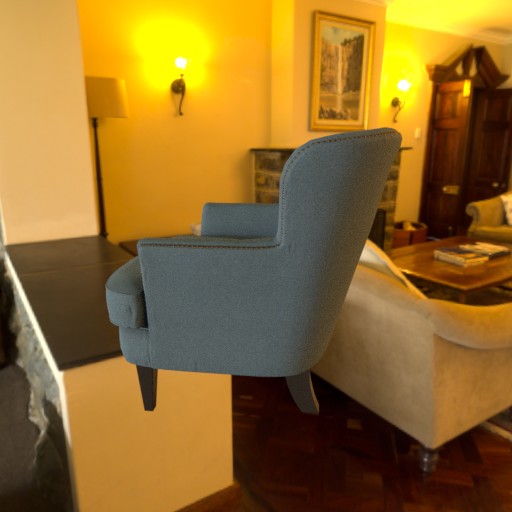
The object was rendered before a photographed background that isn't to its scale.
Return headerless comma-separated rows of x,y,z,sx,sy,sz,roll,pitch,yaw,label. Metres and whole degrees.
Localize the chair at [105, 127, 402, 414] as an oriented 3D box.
0.000,0.000,1.561,0.906,0.868,0.848,2,14,7,chair
